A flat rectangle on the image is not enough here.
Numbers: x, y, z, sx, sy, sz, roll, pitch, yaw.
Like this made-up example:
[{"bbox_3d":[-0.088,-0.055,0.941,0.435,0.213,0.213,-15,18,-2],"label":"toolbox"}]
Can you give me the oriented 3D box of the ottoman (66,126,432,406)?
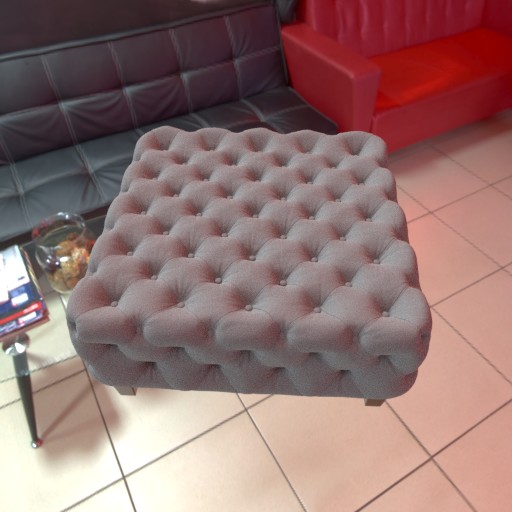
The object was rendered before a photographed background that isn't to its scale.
[{"bbox_3d":[0.000,0.000,1.451,0.911,0.439,0.917,2,47,2],"label":"ottoman"}]
